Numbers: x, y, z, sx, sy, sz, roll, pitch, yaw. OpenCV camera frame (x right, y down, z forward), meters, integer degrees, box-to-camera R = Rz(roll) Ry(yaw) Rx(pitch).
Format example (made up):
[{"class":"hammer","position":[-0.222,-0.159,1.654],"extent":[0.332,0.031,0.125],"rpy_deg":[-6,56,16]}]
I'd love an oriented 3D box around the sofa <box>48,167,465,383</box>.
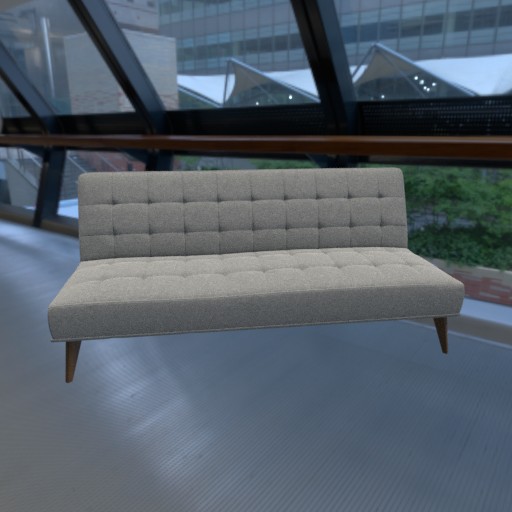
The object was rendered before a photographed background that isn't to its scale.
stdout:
[{"class":"sofa","position":[0.000,0.000,2.254],"extent":[1.800,0.810,0.860],"rpy_deg":[-2,17,-8]}]
